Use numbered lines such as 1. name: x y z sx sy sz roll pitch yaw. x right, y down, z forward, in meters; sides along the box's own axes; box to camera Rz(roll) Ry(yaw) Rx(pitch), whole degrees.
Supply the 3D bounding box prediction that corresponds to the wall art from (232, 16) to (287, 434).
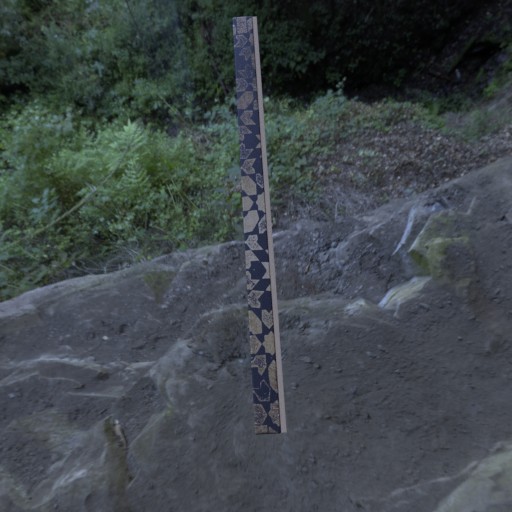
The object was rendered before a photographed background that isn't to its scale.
1. wall art: 0.000 0.000 0.908 0.038 0.612 0.612 -3 75 -1
